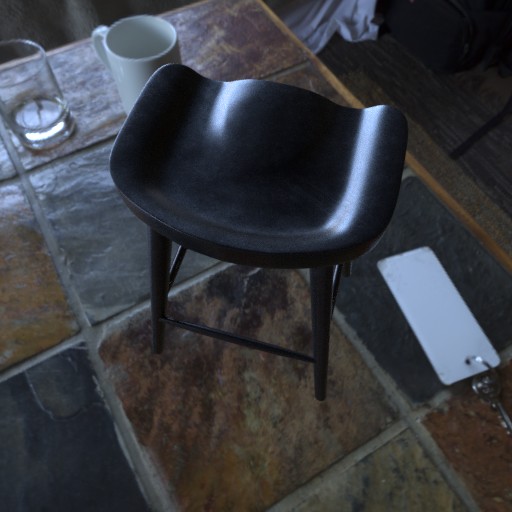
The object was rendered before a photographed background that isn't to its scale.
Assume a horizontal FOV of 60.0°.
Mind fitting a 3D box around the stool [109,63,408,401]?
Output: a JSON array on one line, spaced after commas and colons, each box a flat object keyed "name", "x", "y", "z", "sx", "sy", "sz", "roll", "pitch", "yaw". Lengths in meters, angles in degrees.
[{"name": "stool", "x": 0.000, "y": 0.000, "z": 0.885, "sx": 0.440, "sy": 0.615, "sz": 0.361, "roll": 14, "pitch": 64, "yaw": 7}]
